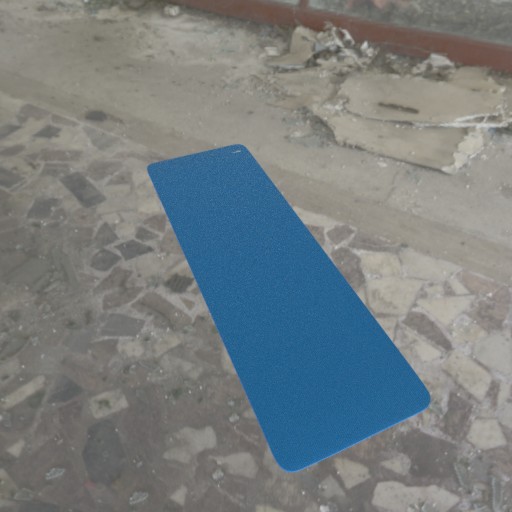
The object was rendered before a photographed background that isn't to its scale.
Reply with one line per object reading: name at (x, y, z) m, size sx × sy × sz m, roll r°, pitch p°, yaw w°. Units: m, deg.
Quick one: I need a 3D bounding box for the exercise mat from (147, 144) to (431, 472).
exercise mat at (0.000, 0.000, 2.093) m, size 0.616 × 0.021 × 1.869 m, roll -17°, pitch 49°, yaw -16°
